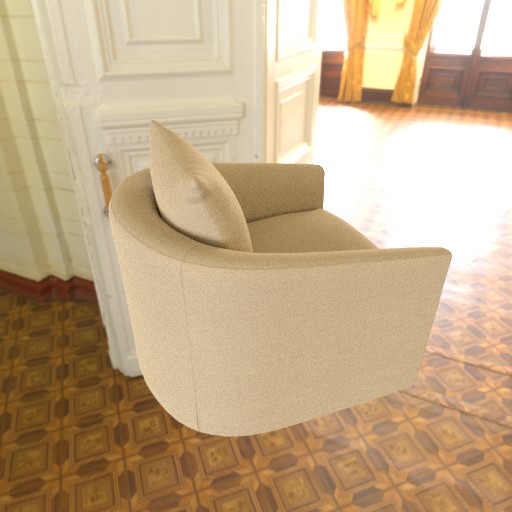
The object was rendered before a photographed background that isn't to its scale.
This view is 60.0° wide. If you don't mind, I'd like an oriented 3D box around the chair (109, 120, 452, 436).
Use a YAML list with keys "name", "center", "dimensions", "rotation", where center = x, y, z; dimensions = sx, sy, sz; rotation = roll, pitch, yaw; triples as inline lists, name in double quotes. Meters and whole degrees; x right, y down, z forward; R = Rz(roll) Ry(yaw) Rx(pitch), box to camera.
- name: "chair"
  center: [0.000, 0.000, 1.535]
  dimensions: [0.910, 0.848, 0.845]
  rotation: [-11, 32, -18]
